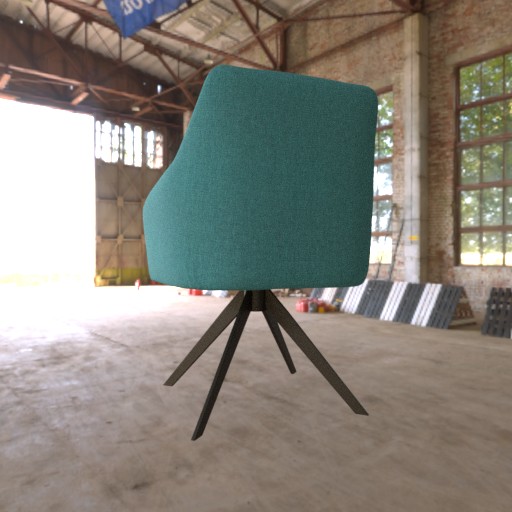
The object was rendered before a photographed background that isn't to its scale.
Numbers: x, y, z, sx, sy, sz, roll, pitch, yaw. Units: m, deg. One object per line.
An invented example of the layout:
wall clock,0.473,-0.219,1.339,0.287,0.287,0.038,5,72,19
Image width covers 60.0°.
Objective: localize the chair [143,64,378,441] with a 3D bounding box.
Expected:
chair,0.000,0.000,1.355,0.642,0.874,0.677,0,0,-20
